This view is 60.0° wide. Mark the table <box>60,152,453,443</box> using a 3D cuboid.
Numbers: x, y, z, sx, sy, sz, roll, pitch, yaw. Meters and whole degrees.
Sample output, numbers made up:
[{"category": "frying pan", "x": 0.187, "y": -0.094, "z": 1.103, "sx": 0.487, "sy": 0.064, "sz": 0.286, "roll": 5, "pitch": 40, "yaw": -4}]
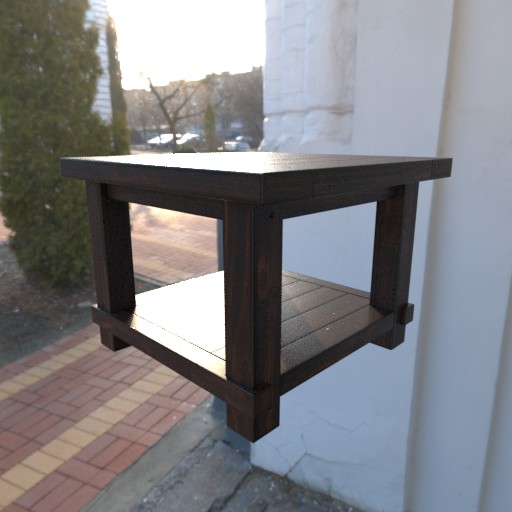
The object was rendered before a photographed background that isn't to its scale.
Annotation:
[{"category": "table", "x": 0.000, "y": 0.000, "z": 1.009, "sx": 0.606, "sy": 0.437, "sz": 0.593, "roll": 14, "pitch": 20, "yaw": 43}]
